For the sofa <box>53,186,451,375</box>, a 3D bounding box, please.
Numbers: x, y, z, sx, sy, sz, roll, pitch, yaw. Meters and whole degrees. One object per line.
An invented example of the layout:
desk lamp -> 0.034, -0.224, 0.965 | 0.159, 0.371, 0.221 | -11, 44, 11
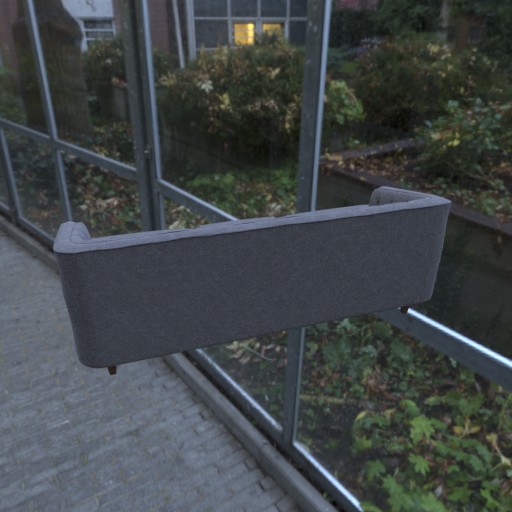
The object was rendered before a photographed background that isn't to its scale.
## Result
sofa -> 0.000, 0.000, 2.792 | 2.247, 0.806, 0.917 | -9, 28, -17
